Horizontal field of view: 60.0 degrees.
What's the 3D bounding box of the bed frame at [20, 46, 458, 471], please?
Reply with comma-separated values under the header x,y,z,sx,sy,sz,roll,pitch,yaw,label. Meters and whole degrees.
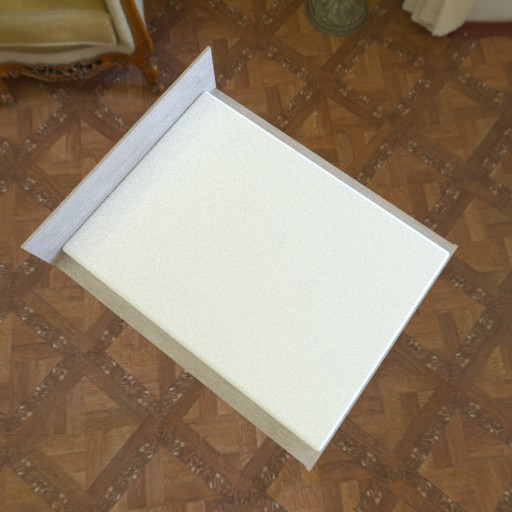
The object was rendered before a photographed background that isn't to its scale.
x,y,z,sx,sy,sz,roll,pitch,yaw,label
0.000,0.000,2.791,1.960,0.800,1.622,36,77,9,bed frame
